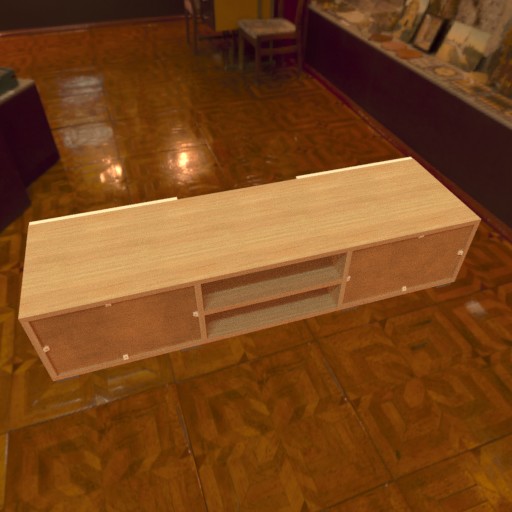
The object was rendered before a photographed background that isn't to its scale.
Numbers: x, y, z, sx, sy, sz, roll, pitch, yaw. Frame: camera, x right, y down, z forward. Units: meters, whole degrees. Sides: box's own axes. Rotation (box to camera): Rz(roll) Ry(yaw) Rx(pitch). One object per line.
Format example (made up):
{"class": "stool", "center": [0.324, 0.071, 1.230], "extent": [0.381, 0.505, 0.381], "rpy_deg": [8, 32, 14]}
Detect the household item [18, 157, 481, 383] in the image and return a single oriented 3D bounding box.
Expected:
{"class": "household item", "center": [0.000, 0.000, 1.536], "extent": [1.400, 0.310, 0.420], "rpy_deg": [-12, 44, -13]}
